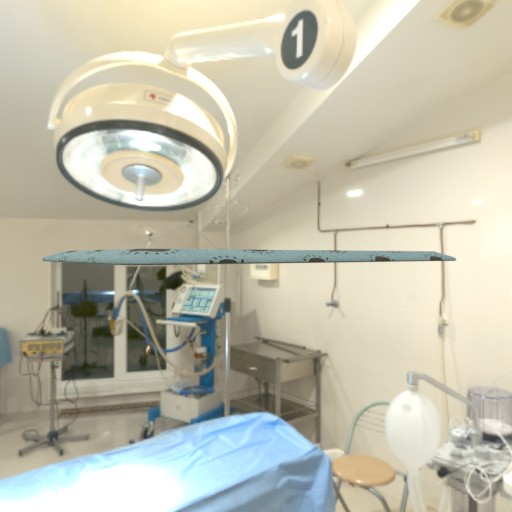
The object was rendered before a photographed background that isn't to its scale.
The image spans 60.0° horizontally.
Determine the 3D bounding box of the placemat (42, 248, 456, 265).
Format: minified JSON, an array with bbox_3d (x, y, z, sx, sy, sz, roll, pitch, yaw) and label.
[{"bbox_3d":[0.000,0.000,0.954,0.762,0.021,0.508,0,0,-37],"label":"placemat"}]
